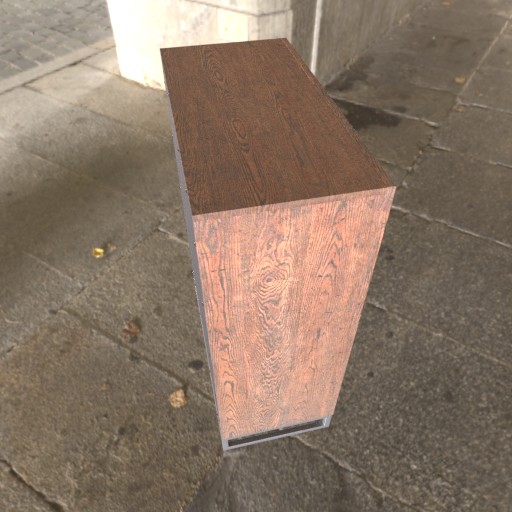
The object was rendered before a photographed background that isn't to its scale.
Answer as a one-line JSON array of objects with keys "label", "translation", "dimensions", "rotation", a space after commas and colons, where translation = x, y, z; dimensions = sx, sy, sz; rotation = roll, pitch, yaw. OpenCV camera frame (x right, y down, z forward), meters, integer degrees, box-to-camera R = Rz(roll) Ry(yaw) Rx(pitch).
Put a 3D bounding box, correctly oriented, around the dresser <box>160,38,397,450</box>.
[{"label": "dresser", "translation": [0.000, 0.000, 1.799], "dimensions": [0.508, 1.321, 0.965], "rotation": [-9, 46, -9]}]
